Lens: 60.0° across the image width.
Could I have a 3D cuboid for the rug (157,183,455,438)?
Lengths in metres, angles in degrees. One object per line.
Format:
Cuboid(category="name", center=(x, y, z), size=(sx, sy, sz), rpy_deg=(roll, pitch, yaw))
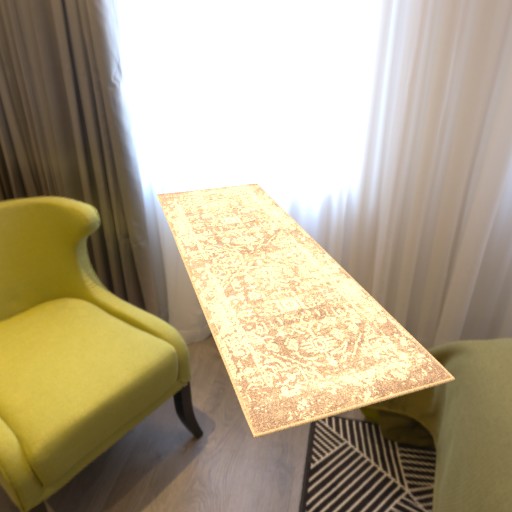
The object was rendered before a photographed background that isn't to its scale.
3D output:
Cuboid(category="rug", center=(0.000, 0.000, 2.659), size=(0.855, 0.017, 2.452), rpy_deg=(-9, 30, -16))
